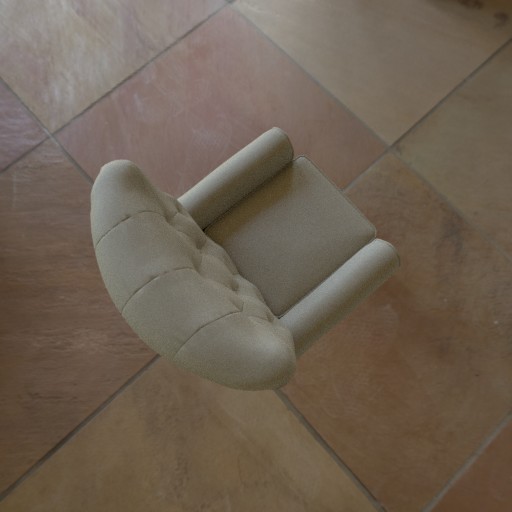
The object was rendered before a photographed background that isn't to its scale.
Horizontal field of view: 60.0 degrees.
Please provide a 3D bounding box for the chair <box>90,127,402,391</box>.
[{"bbox_3d":[0.000,0.000,1.944,1.059,1.158,0.943,-38,78,-9],"label":"chair"}]
